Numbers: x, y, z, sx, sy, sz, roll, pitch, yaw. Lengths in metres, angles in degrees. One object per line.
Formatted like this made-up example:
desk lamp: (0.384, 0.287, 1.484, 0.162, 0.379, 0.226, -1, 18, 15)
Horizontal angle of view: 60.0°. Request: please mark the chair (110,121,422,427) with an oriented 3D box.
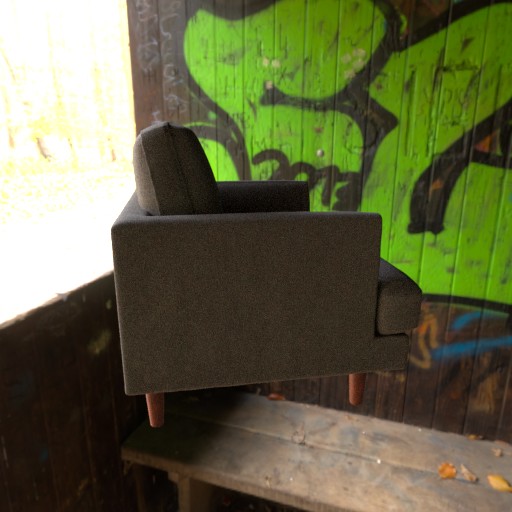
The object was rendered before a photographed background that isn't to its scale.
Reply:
chair: (0.000, 0.000, 1.643, 0.899, 0.957, 0.858, -3, 17, -9)
